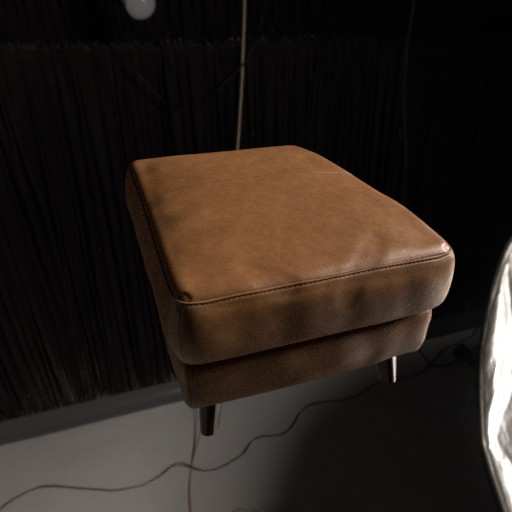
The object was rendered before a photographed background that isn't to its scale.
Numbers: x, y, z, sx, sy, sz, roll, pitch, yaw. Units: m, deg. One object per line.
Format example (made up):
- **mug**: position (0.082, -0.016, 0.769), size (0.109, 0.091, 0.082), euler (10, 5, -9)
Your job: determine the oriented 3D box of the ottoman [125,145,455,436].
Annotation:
- **ottoman**: position (0.000, 0.000, 1.241), size (0.630, 0.461, 0.869), euler (-10, 31, -17)
